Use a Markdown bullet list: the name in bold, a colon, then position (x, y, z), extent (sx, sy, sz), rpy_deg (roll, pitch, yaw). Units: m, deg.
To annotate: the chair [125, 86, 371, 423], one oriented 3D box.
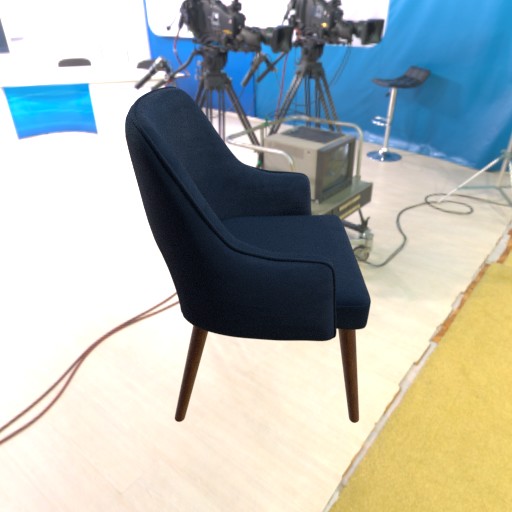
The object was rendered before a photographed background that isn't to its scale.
- **chair**: position (0.000, 0.000, 1.237), extent (0.591, 0.844, 0.559), rpy_deg (0, 32, 0)
